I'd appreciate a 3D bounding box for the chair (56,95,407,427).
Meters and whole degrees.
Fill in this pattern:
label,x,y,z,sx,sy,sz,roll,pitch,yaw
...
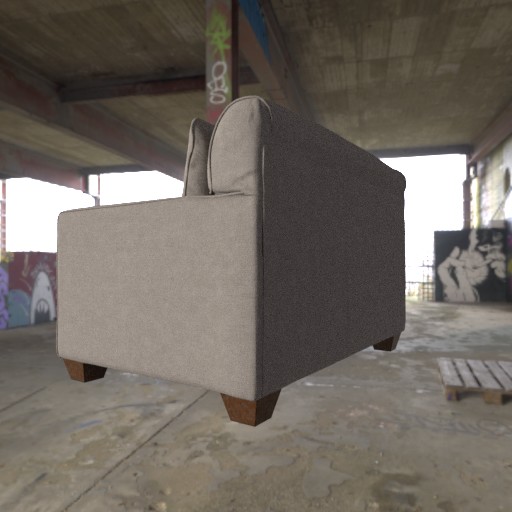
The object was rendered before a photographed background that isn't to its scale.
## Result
label,x,y,z,sx,sy,sz,roll,pitch,yaw
chair,0.000,0.000,1.998,0.992,0.953,1.395,0,0,34
